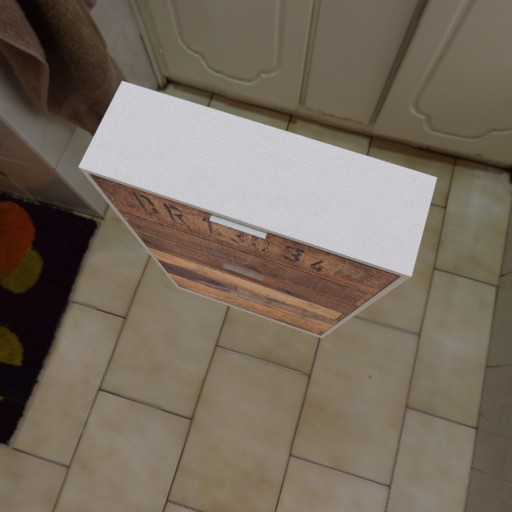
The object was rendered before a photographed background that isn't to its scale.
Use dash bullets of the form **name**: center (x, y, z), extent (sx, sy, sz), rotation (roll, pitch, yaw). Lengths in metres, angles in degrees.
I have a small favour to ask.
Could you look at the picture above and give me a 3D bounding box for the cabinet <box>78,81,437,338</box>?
- **cabinet**: center (0.000, 0.000, 1.583), extent (0.750, 1.280, 0.250), rotation (19, 75, 5)
